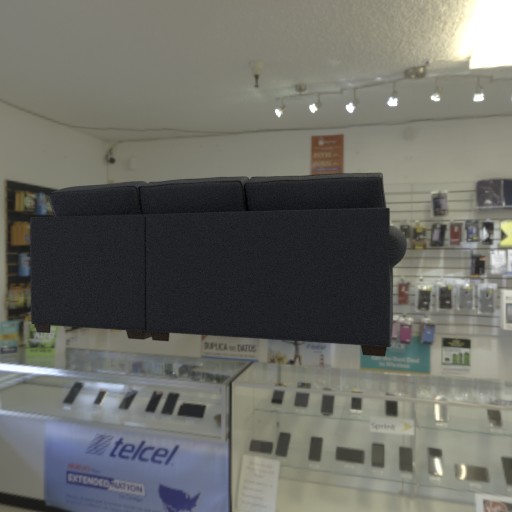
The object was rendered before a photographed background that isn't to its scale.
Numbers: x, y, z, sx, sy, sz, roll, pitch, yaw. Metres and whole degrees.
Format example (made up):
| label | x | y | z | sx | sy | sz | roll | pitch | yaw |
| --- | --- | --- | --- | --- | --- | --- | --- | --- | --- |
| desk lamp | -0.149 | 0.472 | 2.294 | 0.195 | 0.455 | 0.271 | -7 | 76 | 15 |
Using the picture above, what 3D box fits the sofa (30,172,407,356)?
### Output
| label | x | y | z | sx | sy | sz | roll | pitch | yaw |
| --- | --- | --- | --- | --- | --- | --- | --- | --- | --- |
| sofa | 0.000 | 0.000 | 3.918 | 2.487 | 1.042 | 2.562 | 0 | 1 | 18 |
